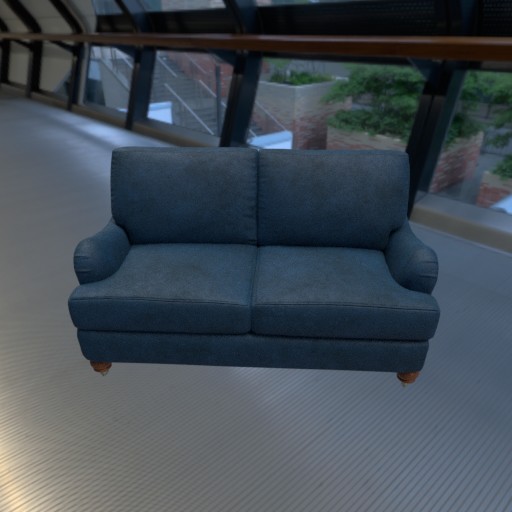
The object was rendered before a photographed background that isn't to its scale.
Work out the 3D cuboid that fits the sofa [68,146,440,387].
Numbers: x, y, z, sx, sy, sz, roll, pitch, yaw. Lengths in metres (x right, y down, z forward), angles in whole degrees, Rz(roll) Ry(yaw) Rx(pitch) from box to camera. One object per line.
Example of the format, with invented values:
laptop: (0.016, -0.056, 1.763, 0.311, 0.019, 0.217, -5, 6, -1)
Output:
sofa: (0.000, 0.000, 2.558, 1.853, 1.101, 1.084, 1, 28, 3)
